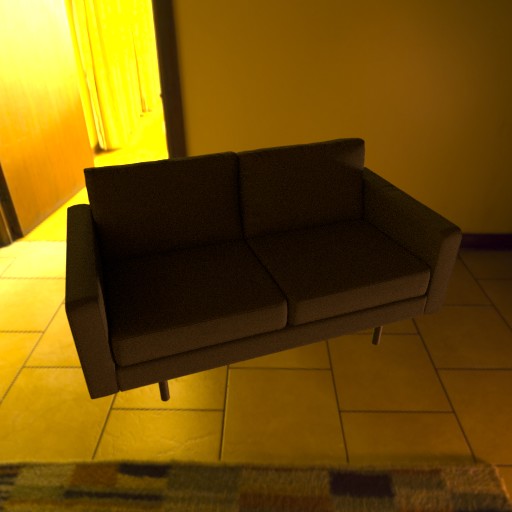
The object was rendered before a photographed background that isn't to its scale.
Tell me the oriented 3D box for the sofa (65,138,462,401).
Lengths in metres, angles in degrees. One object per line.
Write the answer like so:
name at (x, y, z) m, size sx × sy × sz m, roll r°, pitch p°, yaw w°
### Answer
sofa at (0.000, 0.000, 2.247) m, size 1.730 × 0.897 × 0.889 m, roll -11°, pitch 34°, yaw -16°
